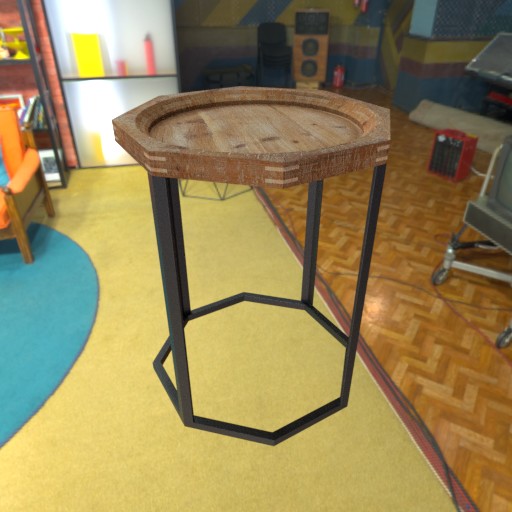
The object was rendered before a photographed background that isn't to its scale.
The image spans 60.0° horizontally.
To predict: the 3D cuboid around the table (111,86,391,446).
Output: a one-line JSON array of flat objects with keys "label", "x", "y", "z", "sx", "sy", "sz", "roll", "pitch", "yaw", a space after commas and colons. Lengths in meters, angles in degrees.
[{"label": "table", "x": 0.000, "y": 0.000, "z": 0.865, "sx": 0.458, "sy": 0.543, "sz": 0.458, "roll": 21, "pitch": 38, "yaw": 31}]
